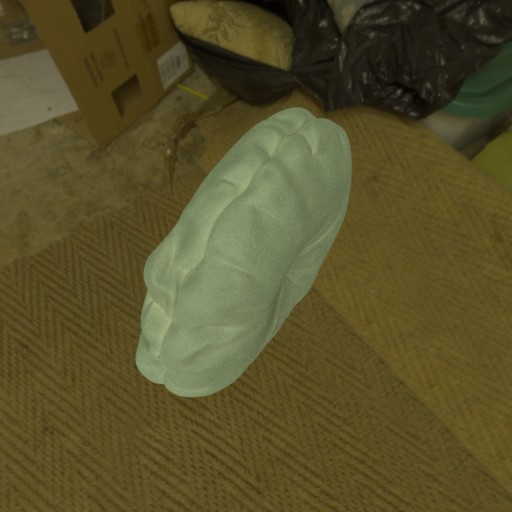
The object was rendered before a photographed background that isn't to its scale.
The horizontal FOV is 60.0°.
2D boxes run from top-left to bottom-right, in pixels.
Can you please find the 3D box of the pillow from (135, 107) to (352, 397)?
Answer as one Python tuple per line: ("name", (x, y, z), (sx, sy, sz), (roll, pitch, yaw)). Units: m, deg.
("pillow", (0.000, 0.000, 0.623), (0.148, 0.407, 0.428), (31, 66, 15))
